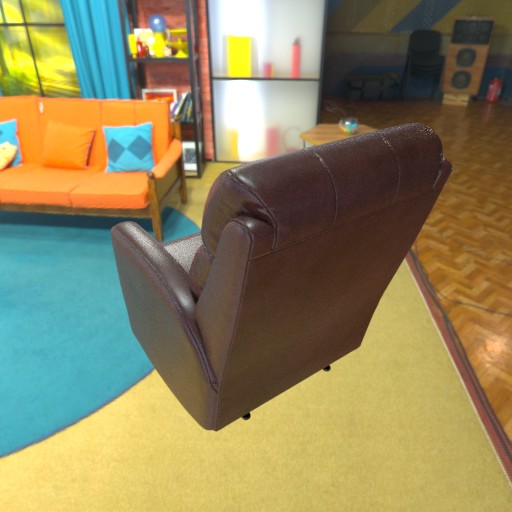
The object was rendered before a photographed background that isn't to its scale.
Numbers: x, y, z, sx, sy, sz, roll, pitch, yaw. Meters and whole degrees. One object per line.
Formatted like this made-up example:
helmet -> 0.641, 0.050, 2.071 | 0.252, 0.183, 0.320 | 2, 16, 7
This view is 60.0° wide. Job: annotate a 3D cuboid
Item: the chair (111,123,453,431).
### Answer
chair -> 0.000, 0.000, 1.600 | 0.787, 1.016, 0.939 | -21, 37, -30
